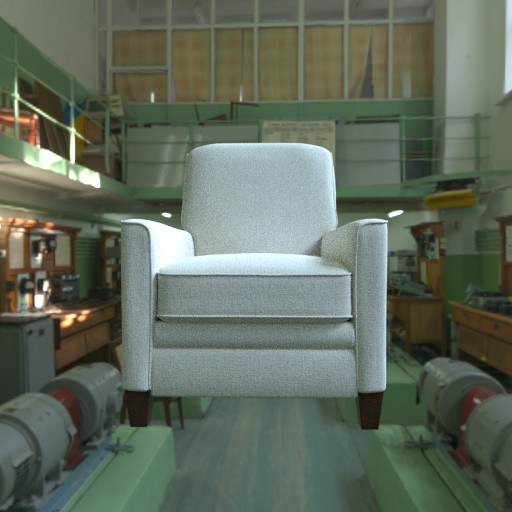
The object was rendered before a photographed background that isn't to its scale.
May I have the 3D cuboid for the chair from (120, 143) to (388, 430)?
[{"bbox_3d":[0.000,0.000,1.701,0.841,1.028,0.858,0,1,1],"label":"chair"}]
